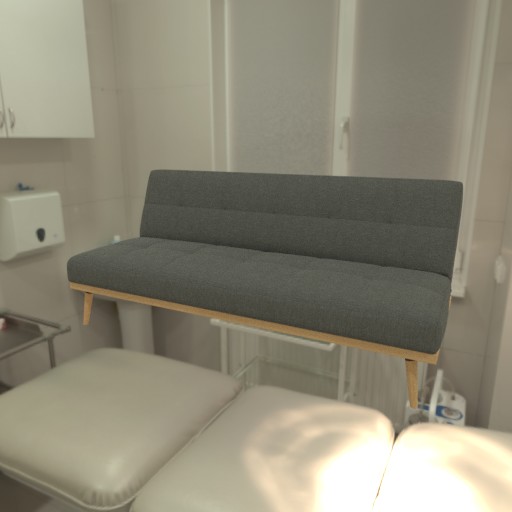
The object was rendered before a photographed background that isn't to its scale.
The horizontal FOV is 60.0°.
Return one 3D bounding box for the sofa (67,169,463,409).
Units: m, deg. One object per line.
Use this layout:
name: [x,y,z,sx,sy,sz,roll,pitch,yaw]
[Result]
sofa: [0.000,0.000,2.217,1.820,0.770,0.820,7,16,26]
